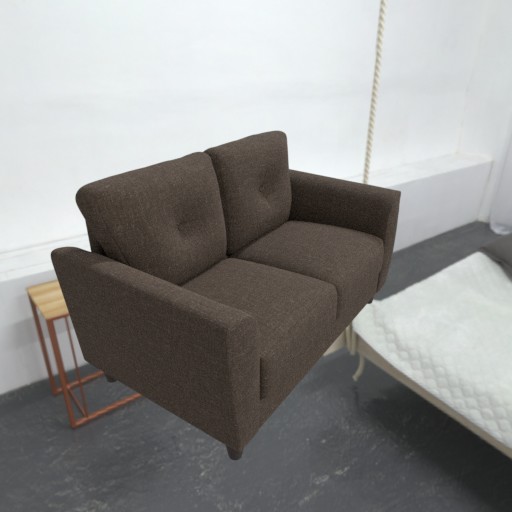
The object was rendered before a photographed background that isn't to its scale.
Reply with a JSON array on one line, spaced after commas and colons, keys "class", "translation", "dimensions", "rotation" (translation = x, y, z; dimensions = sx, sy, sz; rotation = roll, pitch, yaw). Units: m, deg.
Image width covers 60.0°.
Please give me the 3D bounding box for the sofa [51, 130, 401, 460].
[{"class": "sofa", "translation": [0.000, 0.000, 1.993], "dimensions": [0.851, 0.885, 1.423], "rotation": [17, 32, 31]}]
